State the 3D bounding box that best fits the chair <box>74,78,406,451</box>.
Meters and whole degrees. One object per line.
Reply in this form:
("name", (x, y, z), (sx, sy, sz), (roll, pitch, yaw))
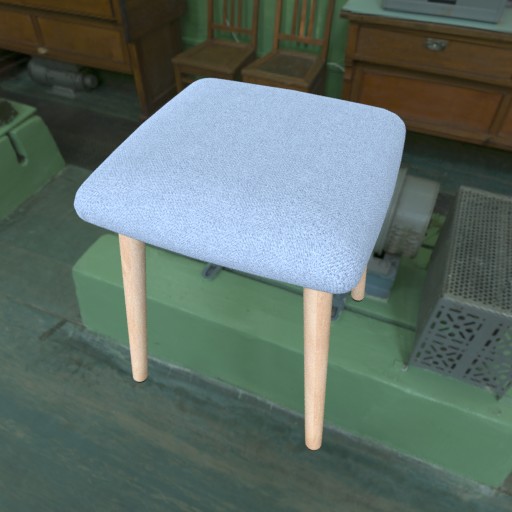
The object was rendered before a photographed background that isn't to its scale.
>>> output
("chair", (0.000, 0.000, 0.695), (0.350, 0.440, 0.350), (16, 48, 15))
